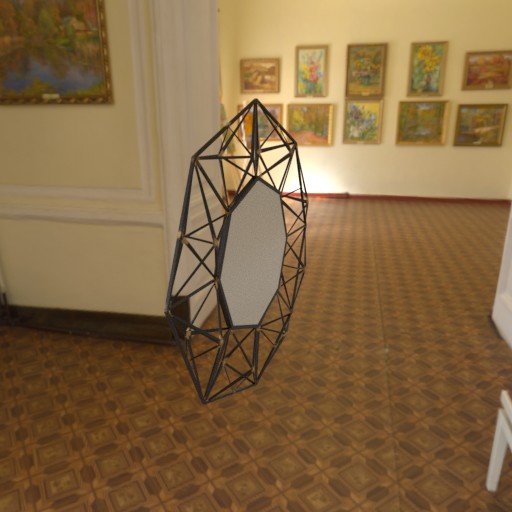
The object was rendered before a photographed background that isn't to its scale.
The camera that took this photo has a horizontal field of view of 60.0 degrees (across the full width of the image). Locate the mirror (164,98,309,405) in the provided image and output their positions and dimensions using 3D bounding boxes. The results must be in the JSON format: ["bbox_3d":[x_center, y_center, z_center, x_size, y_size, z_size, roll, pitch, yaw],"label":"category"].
[{"bbox_3d":[0.000,0.000,1.059,0.094,0.710,0.710,8,19,24],"label":"mirror"}]
